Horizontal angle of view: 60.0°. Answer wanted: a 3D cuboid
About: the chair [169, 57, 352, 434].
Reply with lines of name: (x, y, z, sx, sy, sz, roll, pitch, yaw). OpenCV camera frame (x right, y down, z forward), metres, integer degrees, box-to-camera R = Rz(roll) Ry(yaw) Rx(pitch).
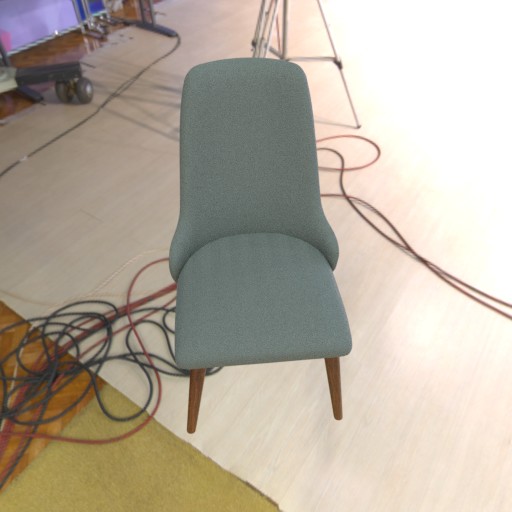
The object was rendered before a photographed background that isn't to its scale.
chair: (0.000, 0.000, 1.365, 0.535, 0.918, 0.707, -3, 48, -3)
